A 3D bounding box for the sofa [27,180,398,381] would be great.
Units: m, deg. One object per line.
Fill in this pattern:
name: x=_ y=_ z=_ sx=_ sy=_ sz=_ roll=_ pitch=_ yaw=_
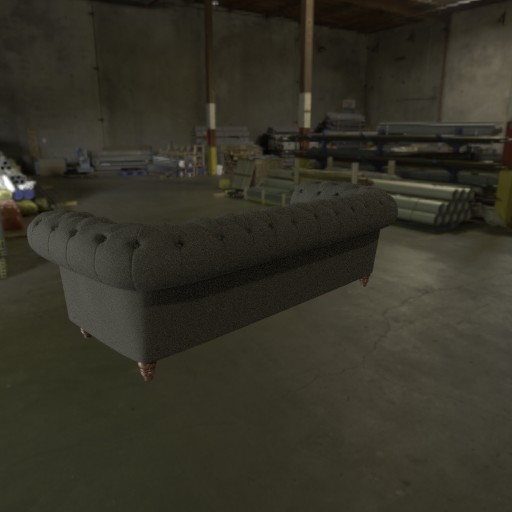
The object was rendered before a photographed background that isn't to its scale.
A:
sofa: x=0.000 y=0.000 z=2.778 sx=0.991 sy=0.762 sz=2.362 roll=15 pitch=21 yaw=43
